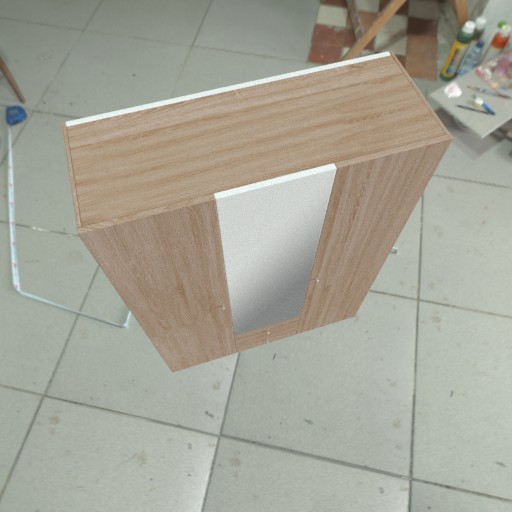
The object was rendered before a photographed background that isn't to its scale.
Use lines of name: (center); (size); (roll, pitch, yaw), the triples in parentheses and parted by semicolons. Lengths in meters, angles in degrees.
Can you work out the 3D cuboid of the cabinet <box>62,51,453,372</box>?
cabinet: (0.000, 0.000, 2.738); (1.500, 2.120, 0.590); (-16, 63, -8)
